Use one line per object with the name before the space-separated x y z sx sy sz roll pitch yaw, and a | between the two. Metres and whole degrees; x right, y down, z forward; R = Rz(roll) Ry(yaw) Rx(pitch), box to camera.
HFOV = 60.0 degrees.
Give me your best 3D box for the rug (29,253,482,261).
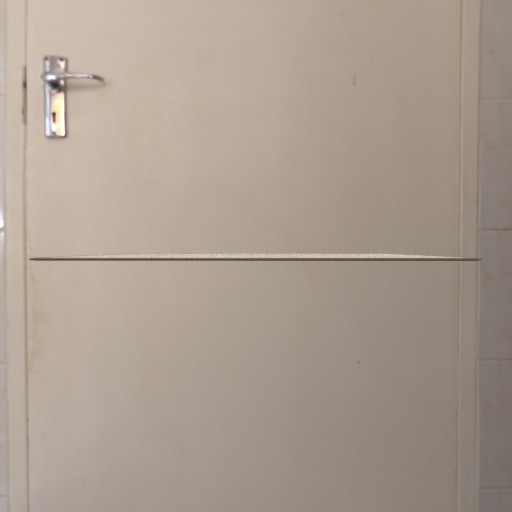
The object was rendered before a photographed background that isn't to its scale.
rug | 0.000 0.000 4.139 3.041 0.020 2.413 0 1 1
